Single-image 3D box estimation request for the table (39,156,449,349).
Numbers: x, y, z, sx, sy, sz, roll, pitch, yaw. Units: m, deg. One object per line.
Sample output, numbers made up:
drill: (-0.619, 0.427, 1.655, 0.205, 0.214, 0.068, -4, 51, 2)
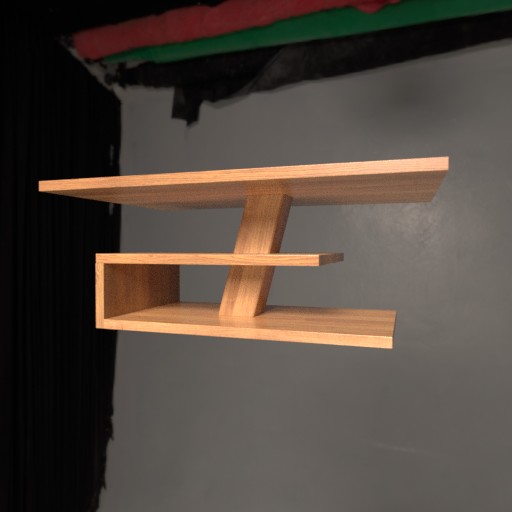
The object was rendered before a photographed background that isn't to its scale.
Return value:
table: (0.000, 0.000, 1.452, 1.100, 0.442, 0.700, 0, 1, 19)
